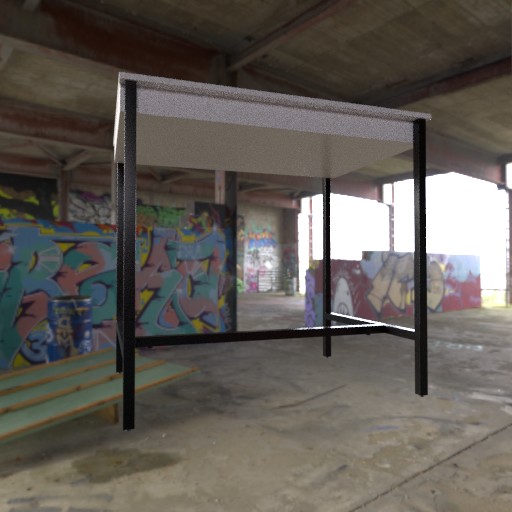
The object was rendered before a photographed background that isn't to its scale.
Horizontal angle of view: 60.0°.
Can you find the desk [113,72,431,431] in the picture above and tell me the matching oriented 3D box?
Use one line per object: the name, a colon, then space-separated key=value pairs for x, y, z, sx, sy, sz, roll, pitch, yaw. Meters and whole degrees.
desk: x=0.000 y=0.000 z=1.336 sx=0.811 sy=0.766 sz=0.573 roll=0 pitch=-1 yaw=-19
